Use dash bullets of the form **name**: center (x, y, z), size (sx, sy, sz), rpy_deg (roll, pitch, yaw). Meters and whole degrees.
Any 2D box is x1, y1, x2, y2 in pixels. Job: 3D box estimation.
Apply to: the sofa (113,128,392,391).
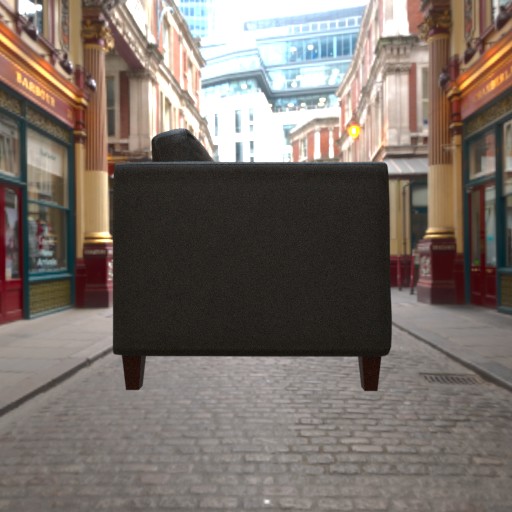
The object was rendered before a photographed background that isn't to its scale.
- **sofa**: center (0.000, 0.000, 2.370), size (0.951, 0.933, 1.883), rpy_deg (0, -1, 1)
